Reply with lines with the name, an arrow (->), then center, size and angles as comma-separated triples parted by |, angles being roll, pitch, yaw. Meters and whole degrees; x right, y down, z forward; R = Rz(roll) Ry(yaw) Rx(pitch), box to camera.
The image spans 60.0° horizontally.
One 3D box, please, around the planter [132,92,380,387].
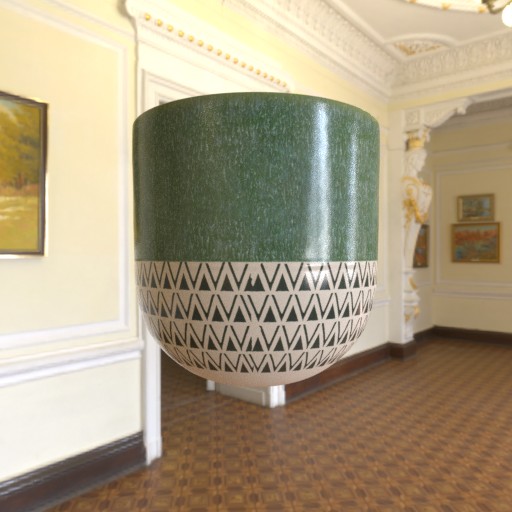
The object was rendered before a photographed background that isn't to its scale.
planter -> 0.000, 0.000, 0.494 | 0.266, 0.270, 0.266 | 0, 0, 0
